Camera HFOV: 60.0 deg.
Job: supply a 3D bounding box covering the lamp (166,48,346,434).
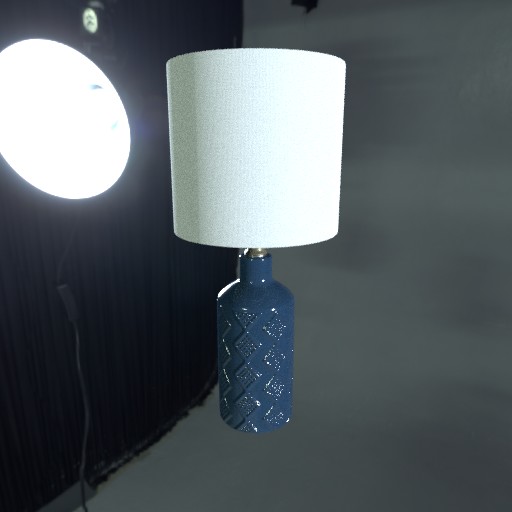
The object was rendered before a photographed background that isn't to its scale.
[{"bbox_3d":[0.000,0.000,0.578,0.207,0.461,0.207,8,16,27],"label":"lamp"}]
